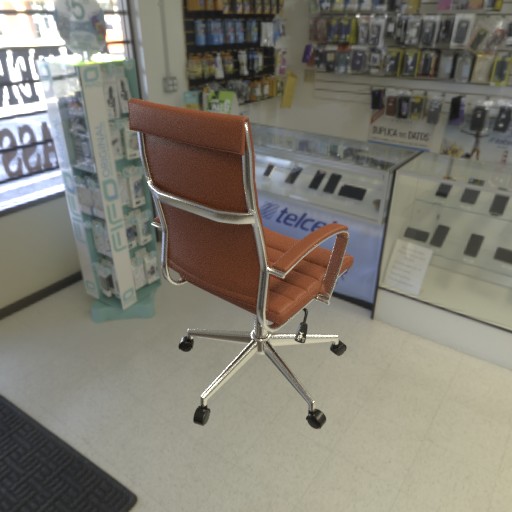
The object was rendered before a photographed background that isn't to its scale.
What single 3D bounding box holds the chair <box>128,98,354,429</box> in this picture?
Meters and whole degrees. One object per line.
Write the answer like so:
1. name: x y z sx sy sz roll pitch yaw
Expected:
1. chair: 0.000 0.000 1.646 0.766 1.149 0.739 21 35 33
